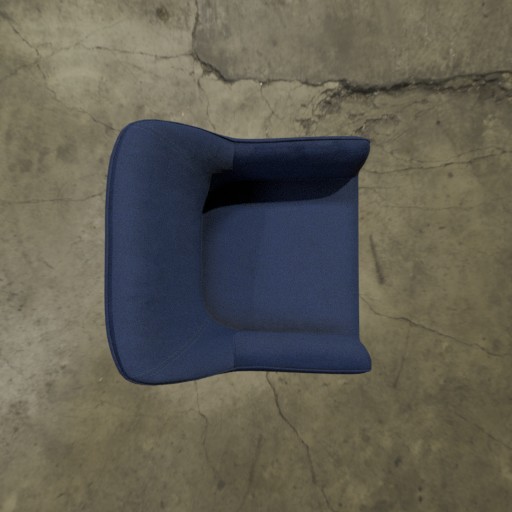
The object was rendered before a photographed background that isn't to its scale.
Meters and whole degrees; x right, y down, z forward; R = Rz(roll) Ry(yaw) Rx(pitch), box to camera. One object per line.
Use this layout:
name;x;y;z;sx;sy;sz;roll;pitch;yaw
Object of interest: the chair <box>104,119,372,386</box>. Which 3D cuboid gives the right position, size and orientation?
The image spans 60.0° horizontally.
chair;0.000;0.000;1.260;0.600;0.820;0.600;0;88;-1
